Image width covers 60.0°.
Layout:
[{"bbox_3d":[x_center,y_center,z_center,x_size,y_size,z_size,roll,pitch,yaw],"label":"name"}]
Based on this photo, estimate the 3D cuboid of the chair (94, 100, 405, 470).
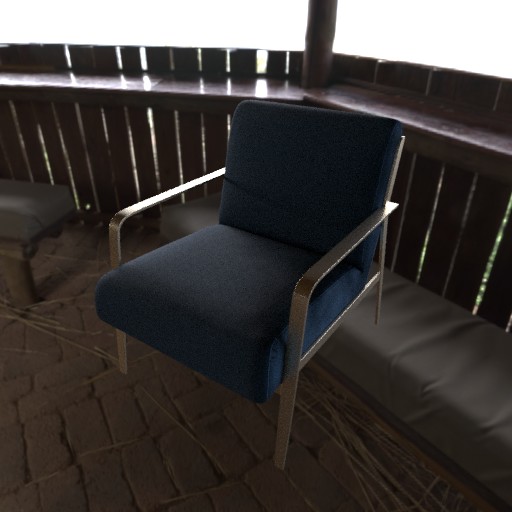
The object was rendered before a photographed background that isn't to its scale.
[{"bbox_3d":[0.000,0.000,1.461,0.692,0.831,0.859,19,35,30],"label":"chair"}]
